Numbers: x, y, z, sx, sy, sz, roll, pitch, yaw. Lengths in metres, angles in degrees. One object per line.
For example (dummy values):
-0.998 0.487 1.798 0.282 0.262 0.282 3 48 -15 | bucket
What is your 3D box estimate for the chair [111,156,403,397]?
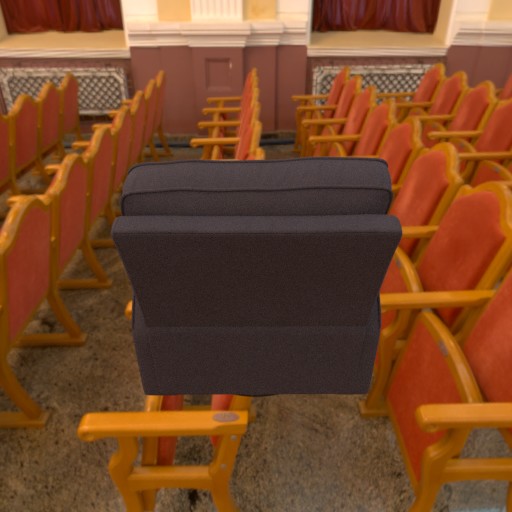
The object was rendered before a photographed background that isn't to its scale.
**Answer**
0.000 0.000 1.705 0.861 0.962 0.964 0 31 0 | chair
